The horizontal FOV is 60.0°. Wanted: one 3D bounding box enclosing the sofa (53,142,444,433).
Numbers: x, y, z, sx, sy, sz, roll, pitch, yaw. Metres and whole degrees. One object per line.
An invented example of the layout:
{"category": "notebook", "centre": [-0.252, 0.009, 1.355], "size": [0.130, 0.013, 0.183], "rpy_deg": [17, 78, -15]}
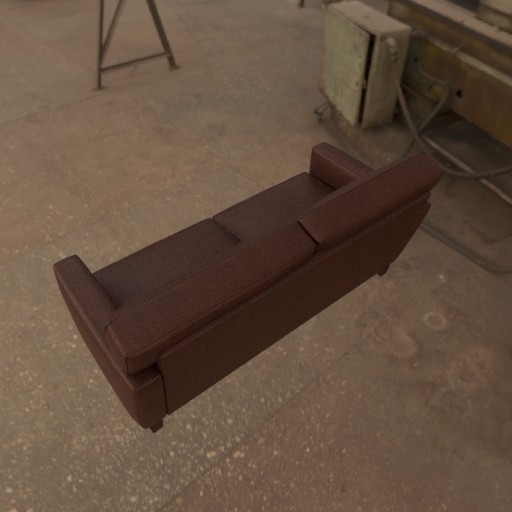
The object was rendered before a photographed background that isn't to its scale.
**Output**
{"category": "sofa", "centre": [0.000, 0.000, 2.390], "size": [1.876, 0.928, 0.912], "rpy_deg": [-29, 52, -26]}
